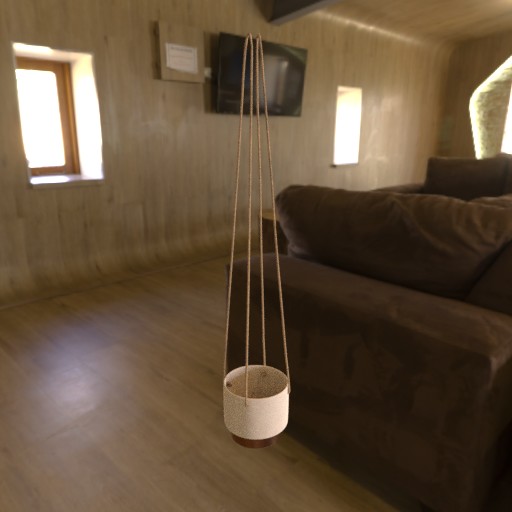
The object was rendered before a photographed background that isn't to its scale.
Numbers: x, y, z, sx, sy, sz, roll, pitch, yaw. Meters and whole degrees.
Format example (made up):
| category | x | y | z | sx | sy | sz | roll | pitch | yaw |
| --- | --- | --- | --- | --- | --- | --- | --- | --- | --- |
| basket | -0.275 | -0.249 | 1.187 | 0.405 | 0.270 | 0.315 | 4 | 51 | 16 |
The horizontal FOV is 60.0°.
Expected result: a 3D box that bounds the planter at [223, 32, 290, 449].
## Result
| category | x | y | z | sx | sy | sz | roll | pitch | yaw |
| --- | --- | --- | --- | --- | --- | --- | --- | --- | --- |
| planter | 0.000 | 0.000 | 0.914 | 0.146 | 0.841 | 0.146 | -8 | 17 | -28 |
